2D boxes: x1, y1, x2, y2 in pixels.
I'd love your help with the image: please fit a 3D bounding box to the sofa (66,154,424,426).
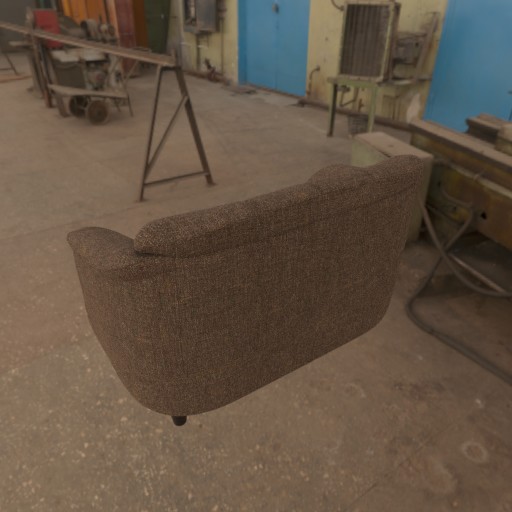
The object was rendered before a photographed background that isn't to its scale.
[{"bbox_3d":[0.000,0.000,1.940,1.404,0.895,0.799,-19,36,-29],"label":"sofa"}]
